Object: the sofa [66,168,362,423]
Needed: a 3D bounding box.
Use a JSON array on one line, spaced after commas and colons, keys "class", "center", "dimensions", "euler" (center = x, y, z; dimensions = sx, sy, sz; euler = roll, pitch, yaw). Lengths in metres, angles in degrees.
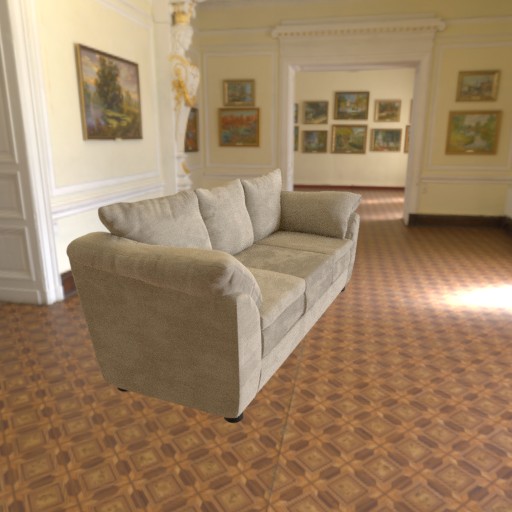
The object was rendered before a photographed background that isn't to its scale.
[{"class": "sofa", "center": [0.000, 0.000, 2.871], "dimensions": [0.893, 0.981, 2.377], "euler": [7, 16, 24]}]
